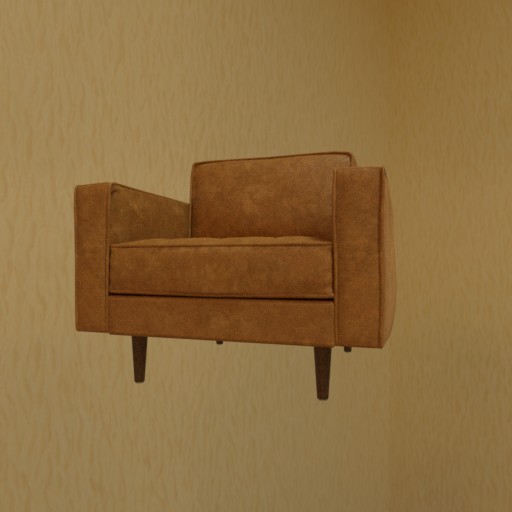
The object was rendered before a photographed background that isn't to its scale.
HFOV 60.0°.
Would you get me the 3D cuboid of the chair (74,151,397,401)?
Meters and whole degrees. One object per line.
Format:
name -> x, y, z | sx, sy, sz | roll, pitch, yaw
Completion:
chair -> 0.000, 0.000, 1.535 | 0.928, 0.767, 0.798 | 0, -1, 17
